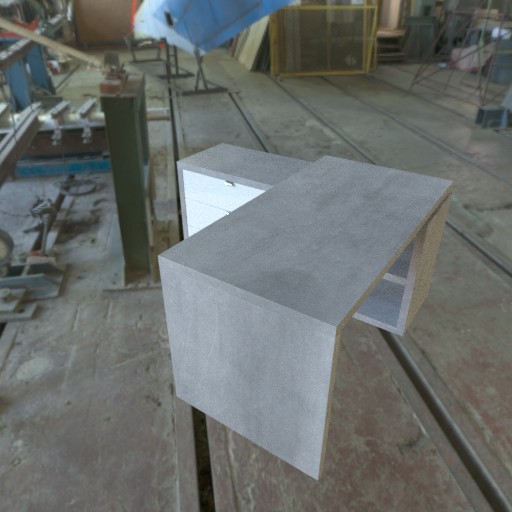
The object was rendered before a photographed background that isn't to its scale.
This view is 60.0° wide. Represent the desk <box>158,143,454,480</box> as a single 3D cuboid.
[{"bbox_3d":[0.000,0.000,2.296,1.500,0.740,1.400,19,36,29],"label":"desk"}]
